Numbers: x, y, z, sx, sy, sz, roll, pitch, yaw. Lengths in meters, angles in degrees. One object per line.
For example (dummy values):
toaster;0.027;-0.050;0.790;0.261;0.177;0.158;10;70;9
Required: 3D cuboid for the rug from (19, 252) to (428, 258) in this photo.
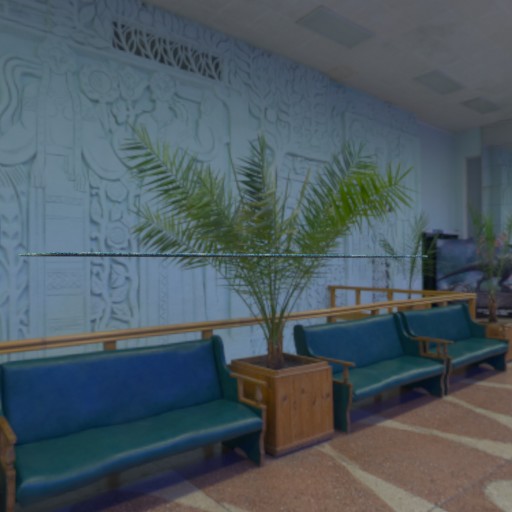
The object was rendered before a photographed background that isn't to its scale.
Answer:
rug;0.000;0.000;2.668;2.435;0.011;0.750;0;-1;-36
